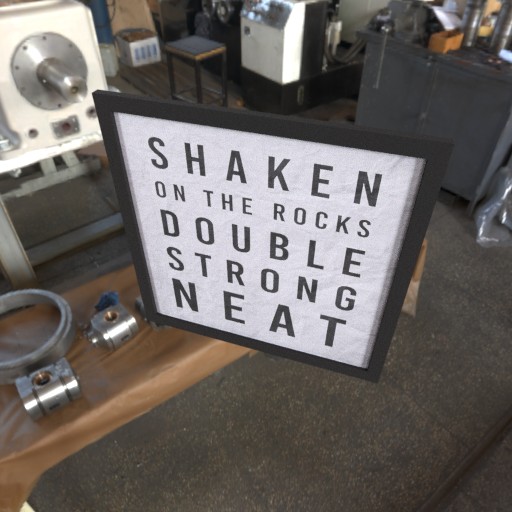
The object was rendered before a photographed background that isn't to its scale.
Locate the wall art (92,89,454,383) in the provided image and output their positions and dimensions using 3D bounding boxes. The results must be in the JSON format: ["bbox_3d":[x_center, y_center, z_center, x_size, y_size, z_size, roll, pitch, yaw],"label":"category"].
[{"bbox_3d":[0.000,0.000,0.688,0.456,0.458,0.013,12,43,14],"label":"wall art"}]
